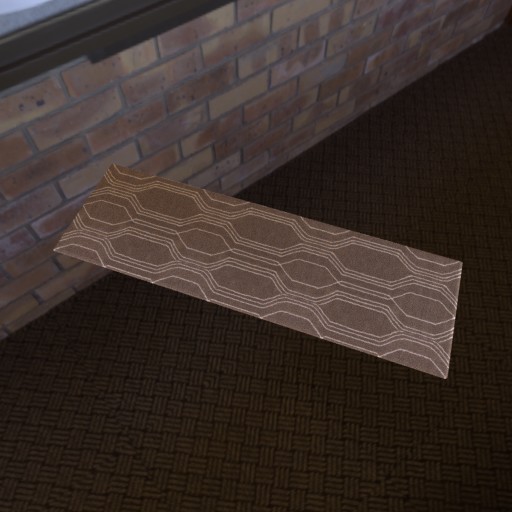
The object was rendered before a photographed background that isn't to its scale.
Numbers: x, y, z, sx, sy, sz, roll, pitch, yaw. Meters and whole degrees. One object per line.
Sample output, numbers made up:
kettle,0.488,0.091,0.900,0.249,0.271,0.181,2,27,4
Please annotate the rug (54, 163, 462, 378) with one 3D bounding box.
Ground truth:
rug,0.000,0.000,2.793,2.464,0.012,0.773,17,61,10
